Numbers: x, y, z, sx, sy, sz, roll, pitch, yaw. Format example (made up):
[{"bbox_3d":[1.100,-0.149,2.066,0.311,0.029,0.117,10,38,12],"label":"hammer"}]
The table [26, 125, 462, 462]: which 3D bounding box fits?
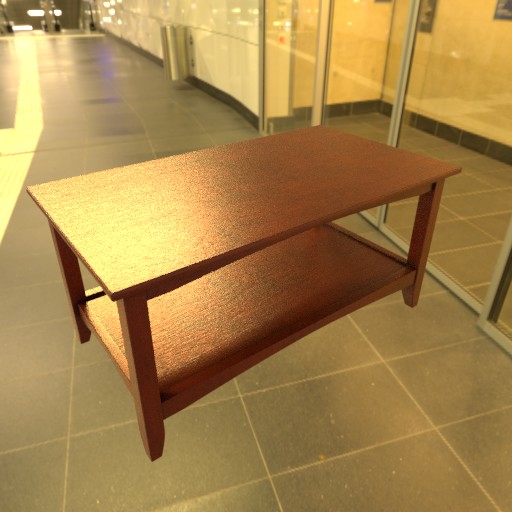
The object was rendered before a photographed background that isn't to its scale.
[{"bbox_3d":[0.000,0.000,1.207,0.943,0.456,0.533,-21,37,-31],"label":"table"}]
